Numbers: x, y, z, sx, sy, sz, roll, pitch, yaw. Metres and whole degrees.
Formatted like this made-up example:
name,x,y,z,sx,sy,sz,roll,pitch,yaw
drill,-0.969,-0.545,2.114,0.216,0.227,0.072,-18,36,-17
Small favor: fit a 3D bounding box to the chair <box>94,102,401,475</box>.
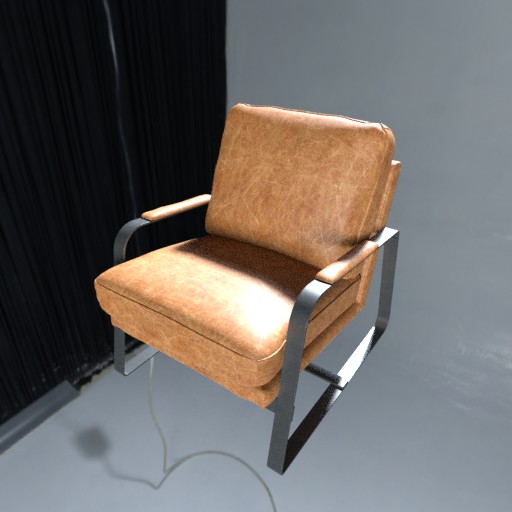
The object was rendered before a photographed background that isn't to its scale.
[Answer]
name,x,y,z,sx,sy,sz,roll,pitch,yaw
chair,0.000,0.000,1.351,0.651,0.777,0.801,19,35,30
